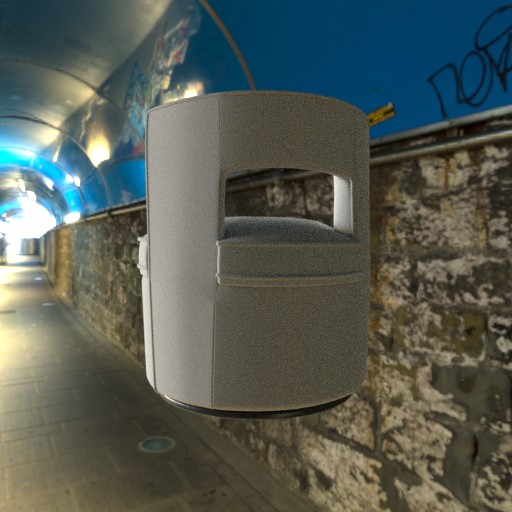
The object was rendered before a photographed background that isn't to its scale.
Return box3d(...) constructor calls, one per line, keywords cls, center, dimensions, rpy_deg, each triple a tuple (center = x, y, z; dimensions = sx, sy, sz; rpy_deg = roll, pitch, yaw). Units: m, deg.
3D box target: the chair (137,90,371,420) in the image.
box3d(cls="chair", center=(0.000, 0.000, 1.256), dimensions=(0.650, 0.723, 0.665), rpy_deg=(0, 2, -18))
